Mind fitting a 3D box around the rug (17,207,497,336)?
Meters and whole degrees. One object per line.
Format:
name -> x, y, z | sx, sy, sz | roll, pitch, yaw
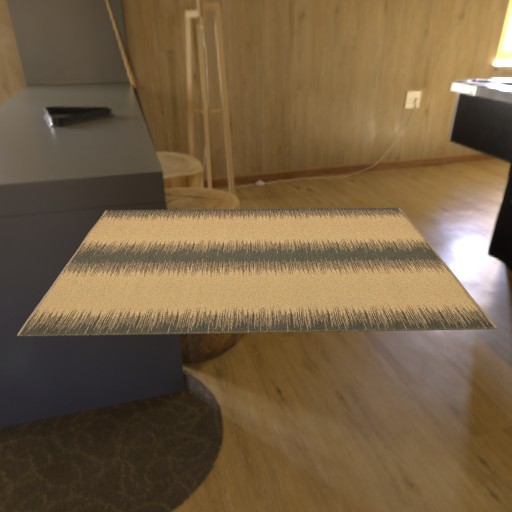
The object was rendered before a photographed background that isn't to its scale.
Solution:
rug -> 0.000, 0.000, 2.239 | 1.854, 0.006, 1.234 | -1, 28, -1
